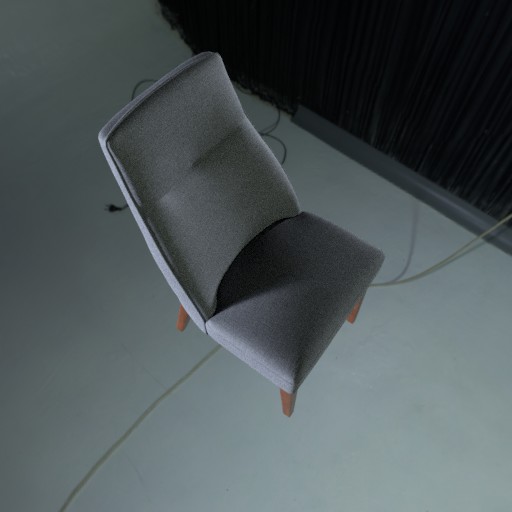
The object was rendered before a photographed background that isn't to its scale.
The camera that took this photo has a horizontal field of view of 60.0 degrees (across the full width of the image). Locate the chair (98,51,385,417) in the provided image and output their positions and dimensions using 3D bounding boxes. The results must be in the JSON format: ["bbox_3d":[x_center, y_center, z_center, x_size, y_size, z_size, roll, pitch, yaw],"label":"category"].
[{"bbox_3d":[0.000,0.000,1.300,0.620,0.930,0.500,33,64,18],"label":"chair"}]
